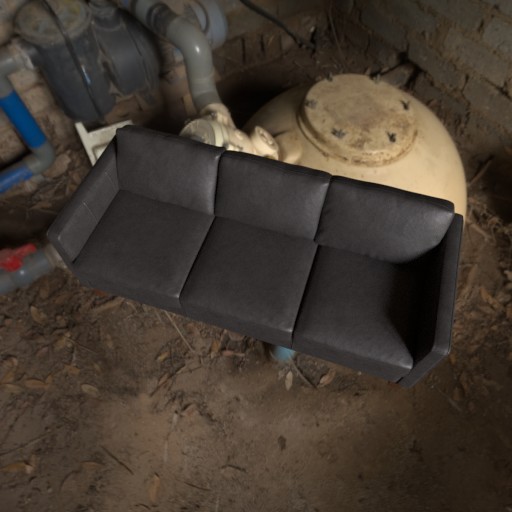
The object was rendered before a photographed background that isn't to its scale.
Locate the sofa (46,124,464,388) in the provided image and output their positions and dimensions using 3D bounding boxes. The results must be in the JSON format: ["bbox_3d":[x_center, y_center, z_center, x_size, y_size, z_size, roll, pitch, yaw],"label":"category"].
[{"bbox_3d":[0.000,0.000,3.009,2.464,1.006,1.045,16,59,9],"label":"sofa"}]
